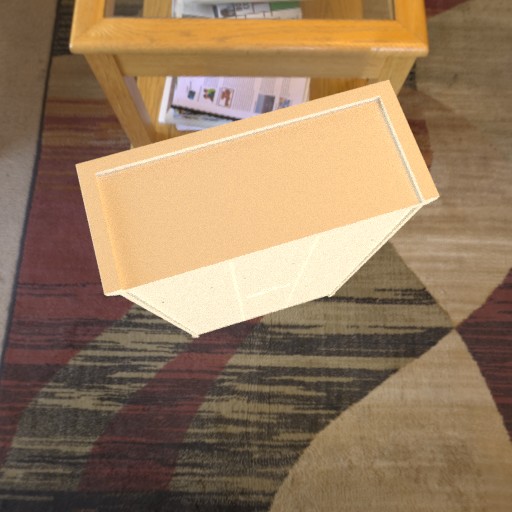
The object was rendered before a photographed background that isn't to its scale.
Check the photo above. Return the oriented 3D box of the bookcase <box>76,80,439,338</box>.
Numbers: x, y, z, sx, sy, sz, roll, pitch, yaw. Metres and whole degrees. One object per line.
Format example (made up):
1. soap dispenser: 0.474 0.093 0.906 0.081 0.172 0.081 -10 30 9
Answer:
1. bookcase: 0.000 0.000 2.284 1.050 1.880 0.432 -16 76 -4
